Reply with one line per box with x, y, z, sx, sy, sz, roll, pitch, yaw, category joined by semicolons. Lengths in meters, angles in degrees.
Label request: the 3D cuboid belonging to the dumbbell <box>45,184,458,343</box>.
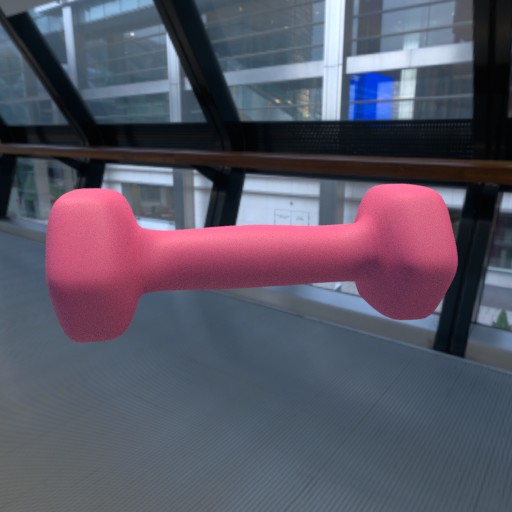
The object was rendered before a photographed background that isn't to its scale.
0.000;0.000;0.171;0.146;0.053;0.058;-2;14;-9;dumbbell
